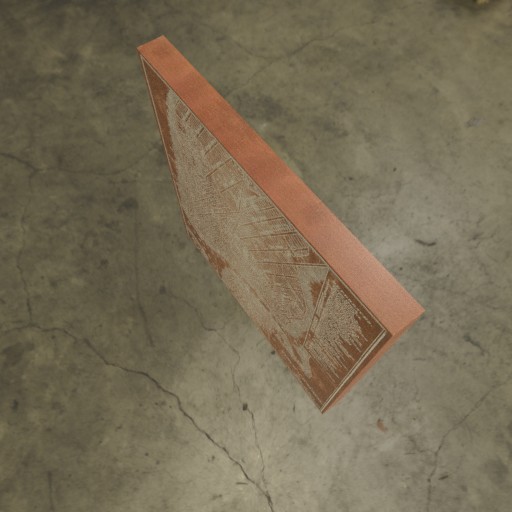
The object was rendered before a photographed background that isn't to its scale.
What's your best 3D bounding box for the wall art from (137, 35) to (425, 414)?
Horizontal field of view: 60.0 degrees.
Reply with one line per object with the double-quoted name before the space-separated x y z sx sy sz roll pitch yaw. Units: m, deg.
"wall art" 0.000 0.000 0.594 0.035 0.403 0.403 -33 67 -16
